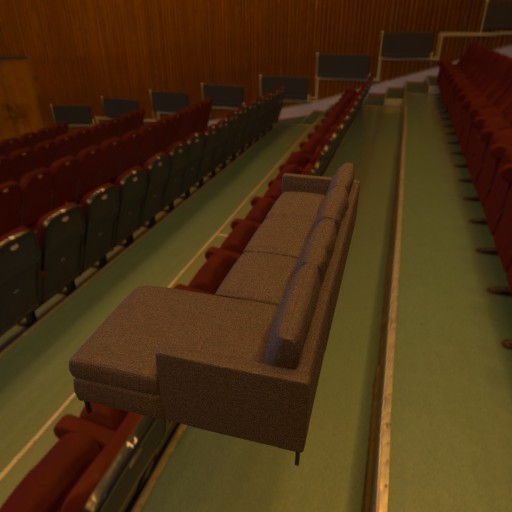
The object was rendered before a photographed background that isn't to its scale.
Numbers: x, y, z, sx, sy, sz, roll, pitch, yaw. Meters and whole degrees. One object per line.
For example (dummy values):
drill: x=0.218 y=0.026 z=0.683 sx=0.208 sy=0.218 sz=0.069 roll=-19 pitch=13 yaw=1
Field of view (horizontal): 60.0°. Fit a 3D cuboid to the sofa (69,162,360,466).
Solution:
sofa: x=0.000 y=0.000 z=3.833 sx=1.483 sy=0.892 sz=3.221 roll=8 pitch=30 yaw=14
